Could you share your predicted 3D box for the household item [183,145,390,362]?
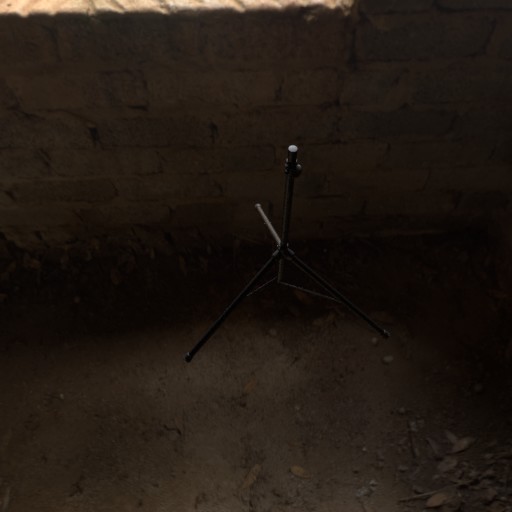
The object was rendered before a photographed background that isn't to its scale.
[{"bbox_3d":[0.000,0.000,2.796,1.339,1.595,1.596,-33,64,-19],"label":"household item"}]
